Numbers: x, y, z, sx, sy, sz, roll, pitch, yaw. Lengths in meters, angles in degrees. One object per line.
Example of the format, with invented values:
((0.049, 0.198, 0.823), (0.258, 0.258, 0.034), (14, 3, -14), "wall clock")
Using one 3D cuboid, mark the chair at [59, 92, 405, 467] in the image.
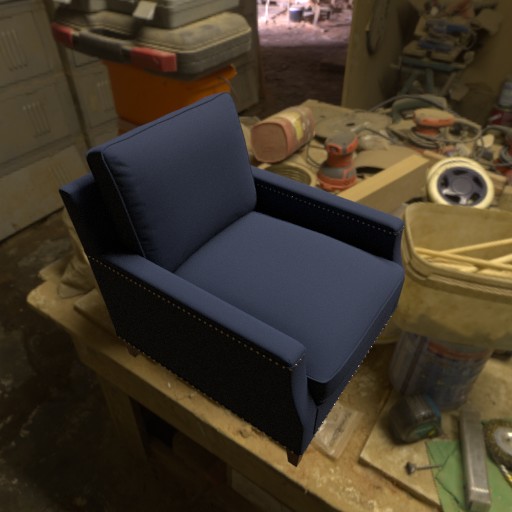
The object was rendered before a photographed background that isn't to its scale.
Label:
((0.000, 0.000, 1.705), (1.014, 0.943, 0.853), (24, 45, 27), "chair")
